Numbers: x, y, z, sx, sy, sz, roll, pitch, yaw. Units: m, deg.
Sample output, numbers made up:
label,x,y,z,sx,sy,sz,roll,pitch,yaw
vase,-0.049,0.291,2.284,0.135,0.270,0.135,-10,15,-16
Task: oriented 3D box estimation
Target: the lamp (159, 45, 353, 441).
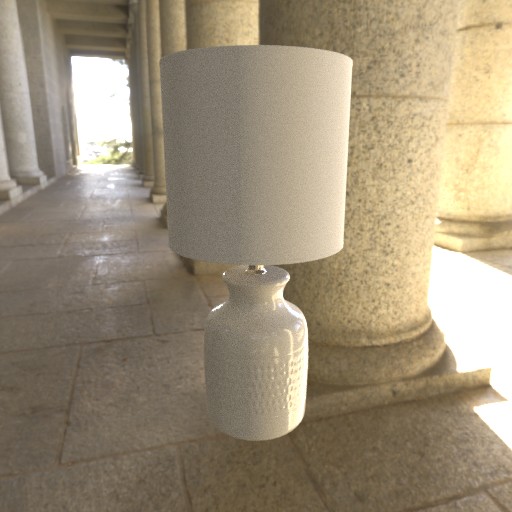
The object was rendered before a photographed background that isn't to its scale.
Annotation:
label,x,y,z,sx,sy,sz,roll,pitch,yaw
lamp,0.000,0.000,0.489,0.188,0.392,0.188,14,20,42
